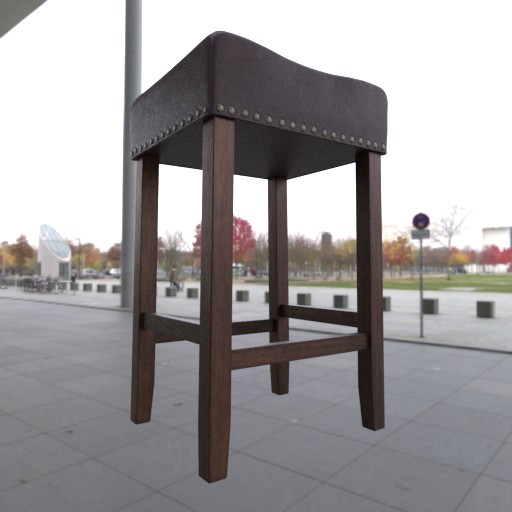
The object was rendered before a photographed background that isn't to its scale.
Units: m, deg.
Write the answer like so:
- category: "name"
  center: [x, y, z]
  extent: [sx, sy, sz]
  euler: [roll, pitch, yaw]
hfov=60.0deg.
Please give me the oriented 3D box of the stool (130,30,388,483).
- category: "stool"
  center: [0.000, 0.000, 1.021]
  extent: [0.465, 0.769, 0.401]
  euler: [1, -2, -35]
